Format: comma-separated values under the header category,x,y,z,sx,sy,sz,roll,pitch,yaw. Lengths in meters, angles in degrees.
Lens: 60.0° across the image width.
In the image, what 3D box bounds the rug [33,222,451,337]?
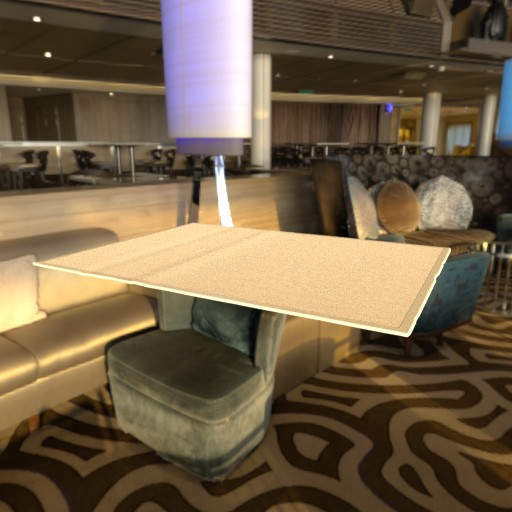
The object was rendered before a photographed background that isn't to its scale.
category,x,y,z,sx,sy,sz,roll,pitch,yaw
rug,0.000,0.000,4.794,3.659,0.037,2.734,7,16,27
